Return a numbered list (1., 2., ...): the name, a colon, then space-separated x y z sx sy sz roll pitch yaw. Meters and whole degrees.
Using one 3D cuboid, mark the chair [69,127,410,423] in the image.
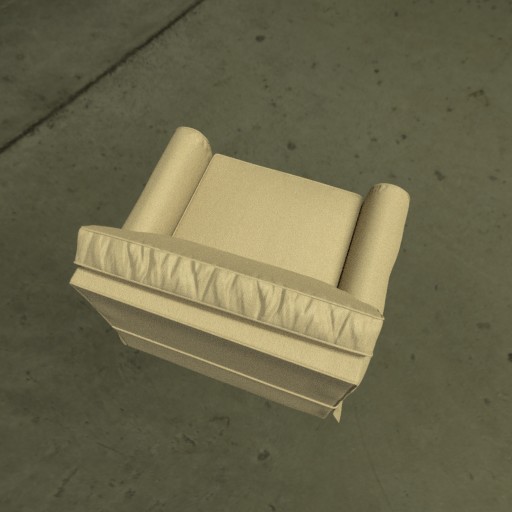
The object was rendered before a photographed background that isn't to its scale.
1. chair: 0.000 0.000 1.832 1.096 0.937 0.903 18 64 9
